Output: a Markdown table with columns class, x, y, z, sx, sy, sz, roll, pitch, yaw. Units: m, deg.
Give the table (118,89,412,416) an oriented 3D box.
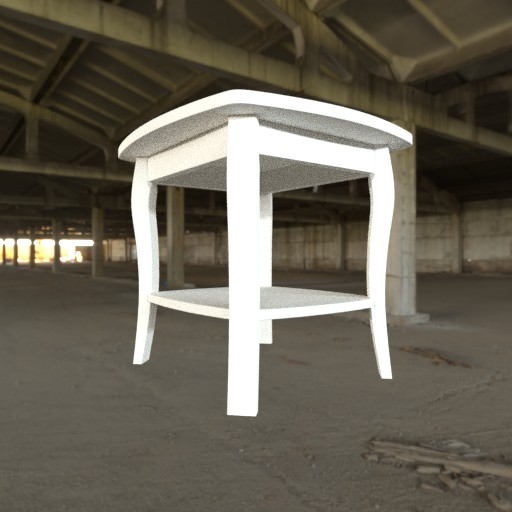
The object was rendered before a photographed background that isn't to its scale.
| class | x | y | z | sx | sy | sz | roll | pitch | yaw |
| --- | --- | --- | --- | --- | --- | --- | --- | --- | --- |
| table | 0.000 | 0.000 | 0.862 | 0.451 | 0.438 | 0.502 | 0 | 1 | -37 |
